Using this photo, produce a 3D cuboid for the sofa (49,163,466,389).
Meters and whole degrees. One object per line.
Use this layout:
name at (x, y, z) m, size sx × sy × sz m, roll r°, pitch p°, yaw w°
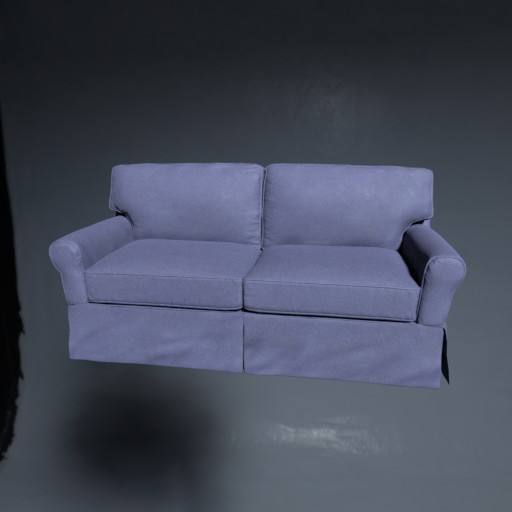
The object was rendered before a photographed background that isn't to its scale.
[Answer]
sofa at (0.000, 0.000, 2.756) m, size 2.256 × 1.094 × 0.983 m, roll 2°, pitch 15°, yaw 9°
